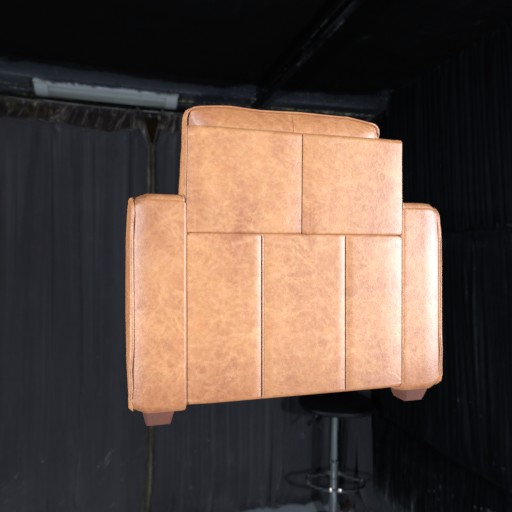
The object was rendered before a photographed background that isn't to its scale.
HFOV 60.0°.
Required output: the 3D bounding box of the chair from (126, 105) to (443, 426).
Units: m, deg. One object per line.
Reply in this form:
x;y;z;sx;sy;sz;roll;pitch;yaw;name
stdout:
0.000;0.000;1.713;0.987;0.901;1.027;0;0;-18;chair
